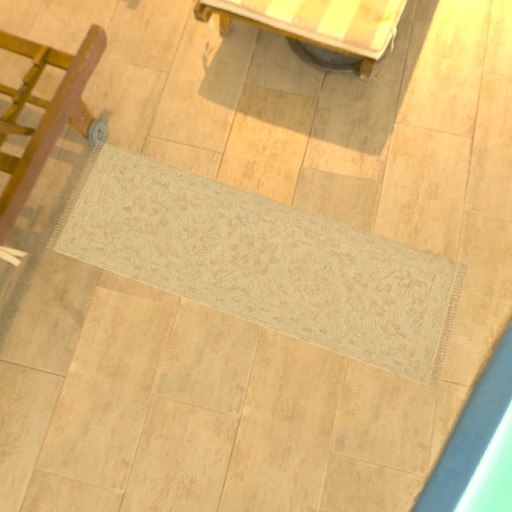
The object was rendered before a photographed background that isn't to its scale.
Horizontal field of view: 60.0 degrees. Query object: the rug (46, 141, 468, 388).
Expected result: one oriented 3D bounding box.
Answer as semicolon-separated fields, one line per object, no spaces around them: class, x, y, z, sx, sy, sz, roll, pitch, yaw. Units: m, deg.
rug;0.000;0.000;2.796;2.544;0.015;0.795;19;77;5
